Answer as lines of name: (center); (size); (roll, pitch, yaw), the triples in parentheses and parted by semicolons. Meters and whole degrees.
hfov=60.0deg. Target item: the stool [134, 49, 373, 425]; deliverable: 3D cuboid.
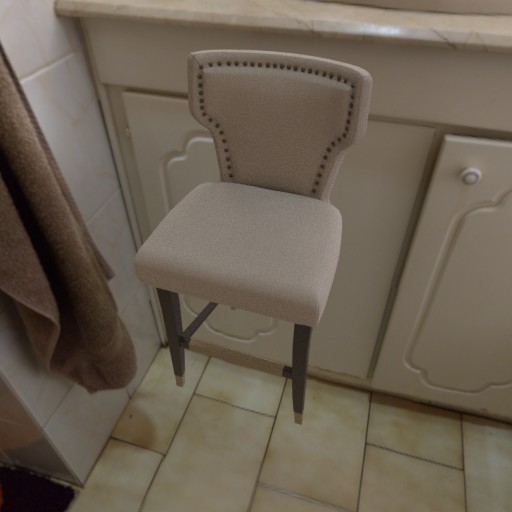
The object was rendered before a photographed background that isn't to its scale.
stool: (0.000, 0.000, 1.407); (0.526, 1.092, 0.563); (13, 43, 14)
